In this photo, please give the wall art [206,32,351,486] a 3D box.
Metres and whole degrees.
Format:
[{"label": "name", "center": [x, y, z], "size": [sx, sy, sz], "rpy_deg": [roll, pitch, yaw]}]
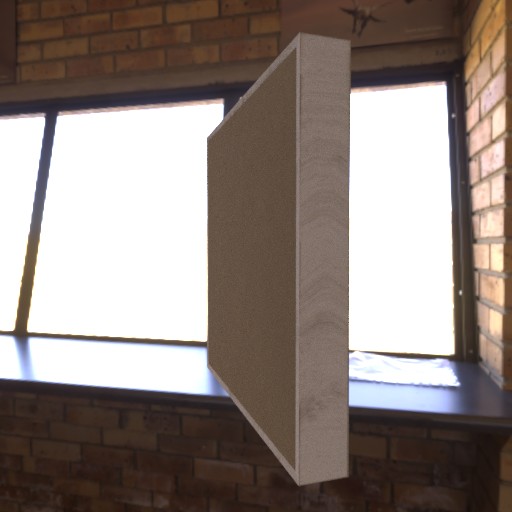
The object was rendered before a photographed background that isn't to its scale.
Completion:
[{"label": "wall art", "center": [0.000, 0.000, 0.446], "size": [0.038, 0.303, 0.305], "rpy_deg": [-1, 2, -18]}]
